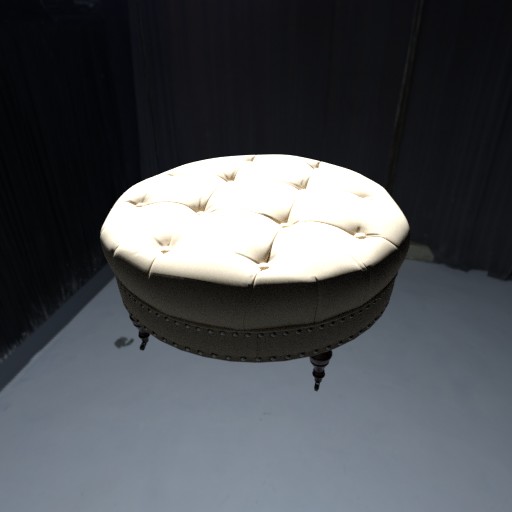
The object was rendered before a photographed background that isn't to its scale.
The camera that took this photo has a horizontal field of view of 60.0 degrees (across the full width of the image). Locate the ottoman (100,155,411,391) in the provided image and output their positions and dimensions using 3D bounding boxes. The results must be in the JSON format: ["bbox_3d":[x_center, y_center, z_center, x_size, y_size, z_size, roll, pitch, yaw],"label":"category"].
[{"bbox_3d":[0.000,0.000,1.400,0.901,0.439,0.901,0,31,0],"label":"ottoman"}]
